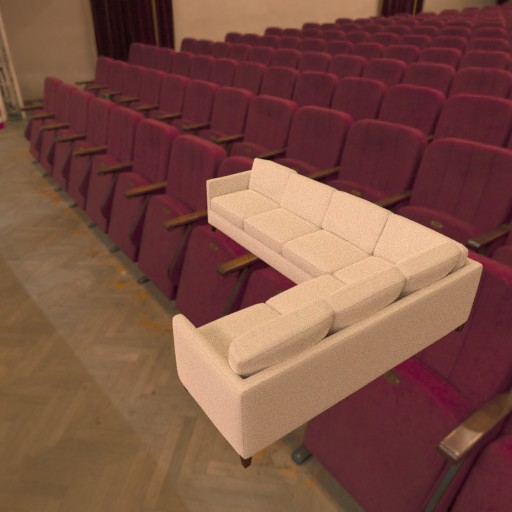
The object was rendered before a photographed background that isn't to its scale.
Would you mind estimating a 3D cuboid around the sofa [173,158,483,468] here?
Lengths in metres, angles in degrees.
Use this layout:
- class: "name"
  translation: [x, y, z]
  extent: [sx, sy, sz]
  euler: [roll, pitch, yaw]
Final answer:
- class: "sofa"
  translation: [0.000, 0.000, 4.478]
  extent: [2.593, 0.947, 3.302]
  euler: [-19, 35, -30]
